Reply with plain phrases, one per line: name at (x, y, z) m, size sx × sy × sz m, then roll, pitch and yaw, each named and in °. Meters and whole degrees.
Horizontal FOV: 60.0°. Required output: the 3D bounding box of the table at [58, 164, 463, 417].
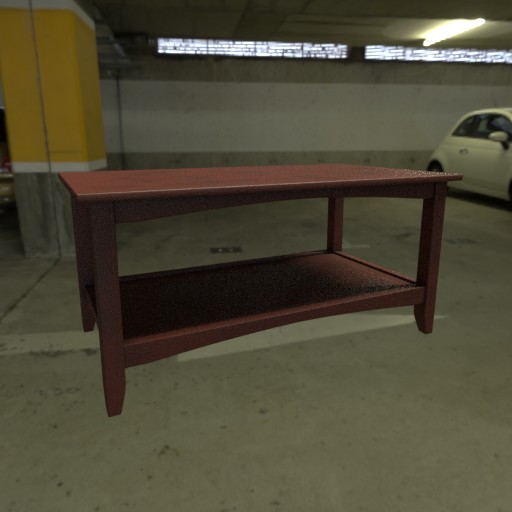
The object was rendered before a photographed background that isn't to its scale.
table at (0.000, 0.000, 1.240) m, size 0.943 × 0.456 × 0.533 m, roll -7°, pitch 17°, yaw -25°
